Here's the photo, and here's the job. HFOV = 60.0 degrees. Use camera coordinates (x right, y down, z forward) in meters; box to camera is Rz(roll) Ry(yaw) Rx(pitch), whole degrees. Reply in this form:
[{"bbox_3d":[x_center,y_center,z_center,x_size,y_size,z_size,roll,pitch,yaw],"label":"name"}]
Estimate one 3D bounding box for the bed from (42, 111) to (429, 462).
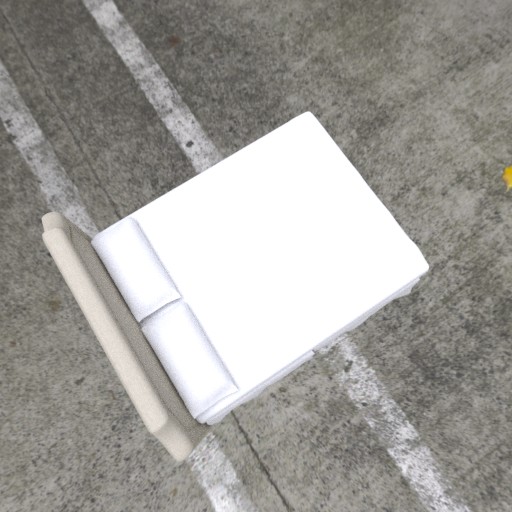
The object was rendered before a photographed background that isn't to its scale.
[{"bbox_3d":[0.000,0.000,3.138,2.116,1.290,1.693,-32,78,-8],"label":"bed"}]
